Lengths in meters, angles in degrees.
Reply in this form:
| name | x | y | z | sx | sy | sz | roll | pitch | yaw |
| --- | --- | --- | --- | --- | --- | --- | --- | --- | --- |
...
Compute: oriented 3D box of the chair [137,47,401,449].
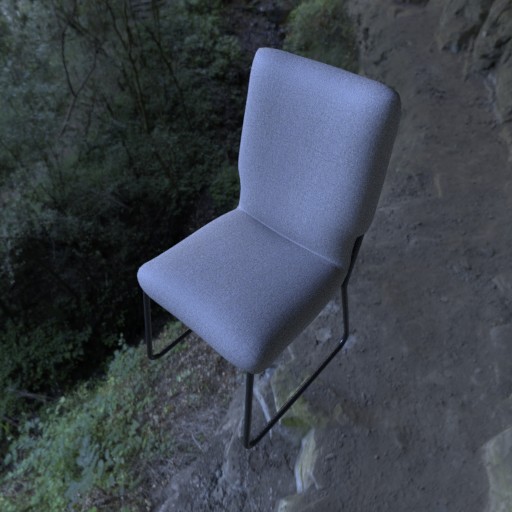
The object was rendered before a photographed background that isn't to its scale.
| name | x | y | z | sx | sy | sz | roll | pitch | yaw |
| --- | --- | --- | --- | --- | --- | --- | --- | --- | --- |
| chair | 0.000 | 0.000 | 1.178 | 0.448 | 0.864 | 0.560 | 32 | 53 | 28 |
